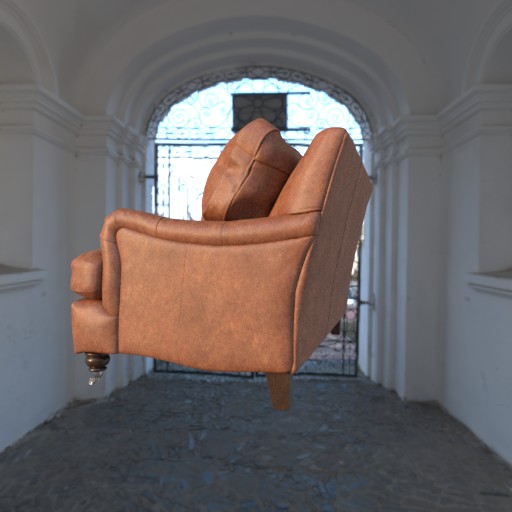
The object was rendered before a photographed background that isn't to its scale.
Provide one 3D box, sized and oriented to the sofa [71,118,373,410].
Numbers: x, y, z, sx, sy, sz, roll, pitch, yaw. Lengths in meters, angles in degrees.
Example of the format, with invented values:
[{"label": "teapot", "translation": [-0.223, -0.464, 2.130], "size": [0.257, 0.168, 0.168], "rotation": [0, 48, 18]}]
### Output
[{"label": "sofa", "translation": [0.000, 0.000, 2.241], "size": [1.077, 1.004, 1.527], "rotation": [0, 1, 18]}]
